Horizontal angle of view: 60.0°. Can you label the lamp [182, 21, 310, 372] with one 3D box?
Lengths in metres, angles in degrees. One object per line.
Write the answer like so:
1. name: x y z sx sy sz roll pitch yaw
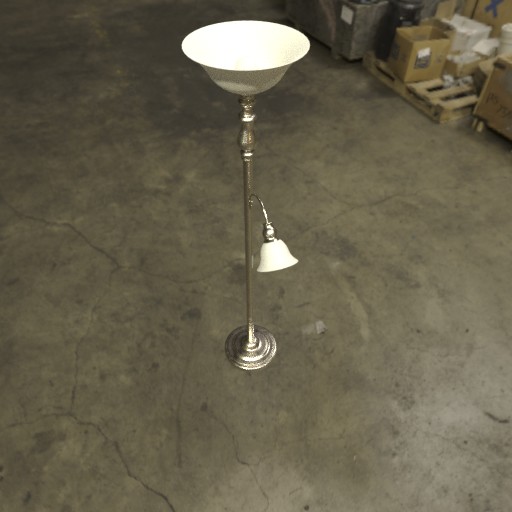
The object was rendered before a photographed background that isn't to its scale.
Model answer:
1. lamp: 0.000 0.000 1.995 0.405 1.785 0.575 -16 48 -15
